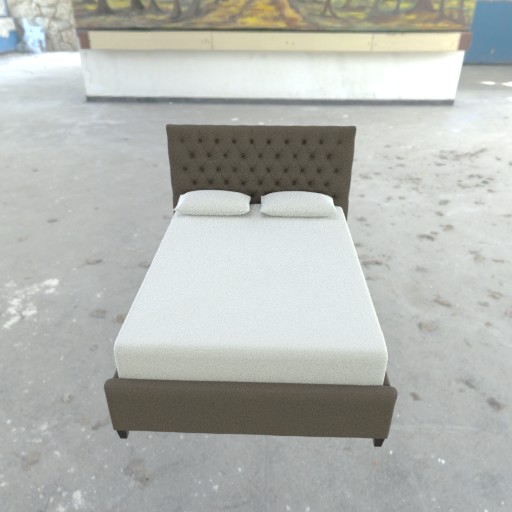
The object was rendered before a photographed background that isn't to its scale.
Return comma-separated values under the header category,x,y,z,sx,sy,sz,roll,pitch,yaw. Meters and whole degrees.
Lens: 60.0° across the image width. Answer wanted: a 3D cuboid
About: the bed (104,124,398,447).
category,x,y,z,sx,sy,sz,roll,pitch,yaw
bed,0.000,0.000,3.333,1.696,1.426,2.233,1,30,2
